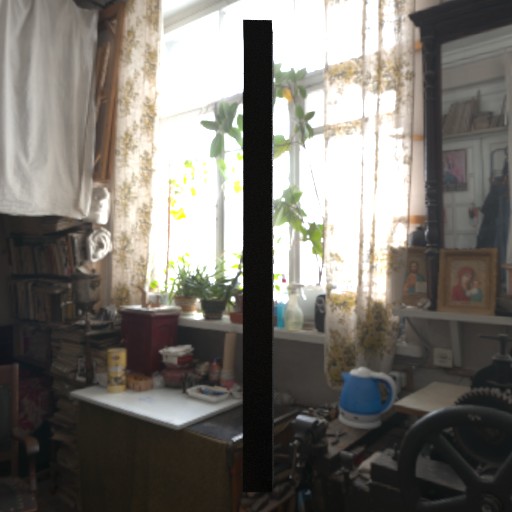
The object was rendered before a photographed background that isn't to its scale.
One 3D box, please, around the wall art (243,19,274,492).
[{"bbox_3d":[0.000,0.000,0.585,0.031,0.457,0.313,0,0,-1],"label":"wall art"}]
